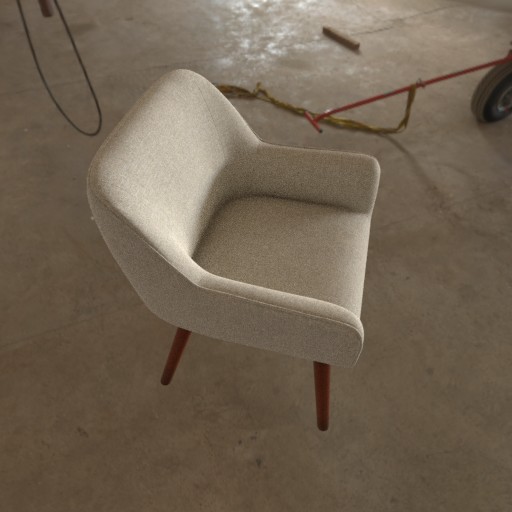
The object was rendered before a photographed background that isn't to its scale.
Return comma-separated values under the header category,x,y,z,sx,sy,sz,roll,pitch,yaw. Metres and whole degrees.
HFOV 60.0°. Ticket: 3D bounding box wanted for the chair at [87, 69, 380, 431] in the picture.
category,x,y,z,sx,sy,sz,roll,pitch,yaw
chair,0.000,0.000,1.242,0.610,0.813,0.610,10,49,9
